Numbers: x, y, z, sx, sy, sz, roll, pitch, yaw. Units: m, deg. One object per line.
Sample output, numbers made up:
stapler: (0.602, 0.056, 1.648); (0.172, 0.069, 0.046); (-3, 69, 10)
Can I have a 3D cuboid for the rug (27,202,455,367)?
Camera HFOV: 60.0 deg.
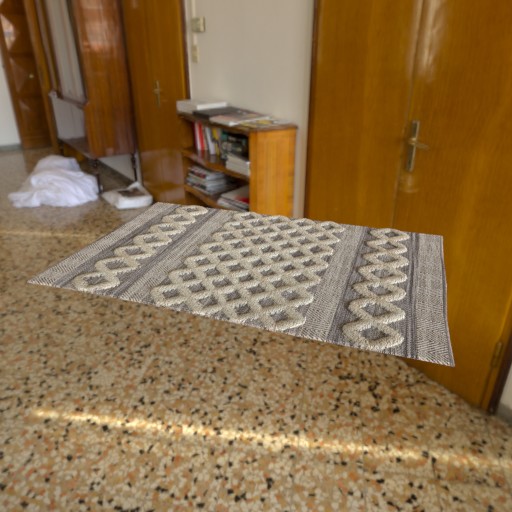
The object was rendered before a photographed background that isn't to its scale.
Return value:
rug: (0.000, 0.000, 2.892); (2.333, 0.033, 1.513); (8, 27, 17)
